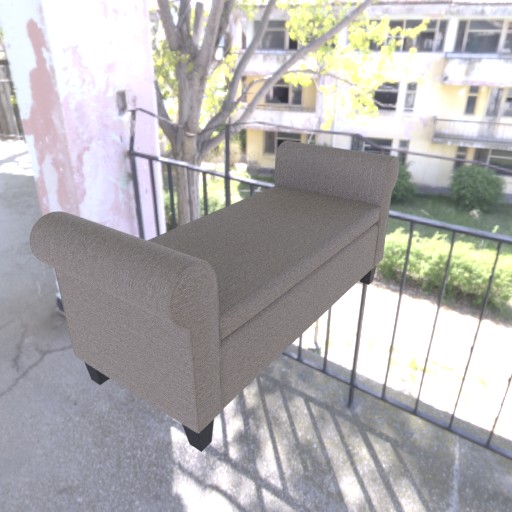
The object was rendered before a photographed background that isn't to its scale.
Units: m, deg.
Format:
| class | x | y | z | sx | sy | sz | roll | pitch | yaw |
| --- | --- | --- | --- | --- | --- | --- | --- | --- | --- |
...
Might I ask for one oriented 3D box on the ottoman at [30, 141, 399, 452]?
| class | x | y | z | sx | sy | sz | roll | pitch | yaw |
| --- | --- | --- | --- | --- | --- | --- | --- | --- | --- |
| ottoman | 0.000 | 0.000 | 1.532 | 0.521 | 0.547 | 1.256 | 18 | 31 | 32 |
